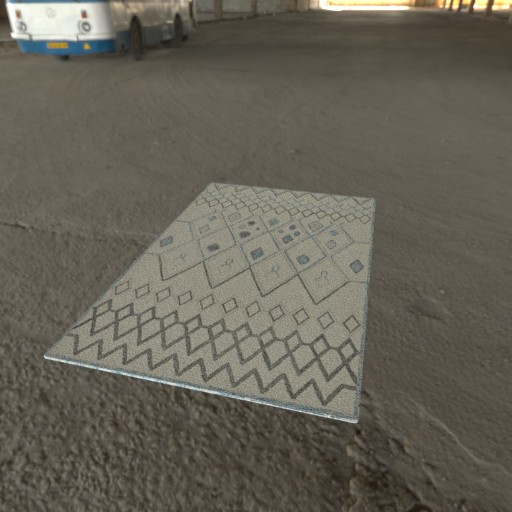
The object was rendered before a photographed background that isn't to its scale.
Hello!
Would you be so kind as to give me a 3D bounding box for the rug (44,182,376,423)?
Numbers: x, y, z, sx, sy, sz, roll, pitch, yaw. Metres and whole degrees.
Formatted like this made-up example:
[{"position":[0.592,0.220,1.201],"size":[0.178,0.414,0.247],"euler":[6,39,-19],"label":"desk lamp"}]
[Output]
[{"position":[0.000,0.000,3.028],"size":[1.524,0.015,2.439],"euler":[8,31,13],"label":"rug"}]
